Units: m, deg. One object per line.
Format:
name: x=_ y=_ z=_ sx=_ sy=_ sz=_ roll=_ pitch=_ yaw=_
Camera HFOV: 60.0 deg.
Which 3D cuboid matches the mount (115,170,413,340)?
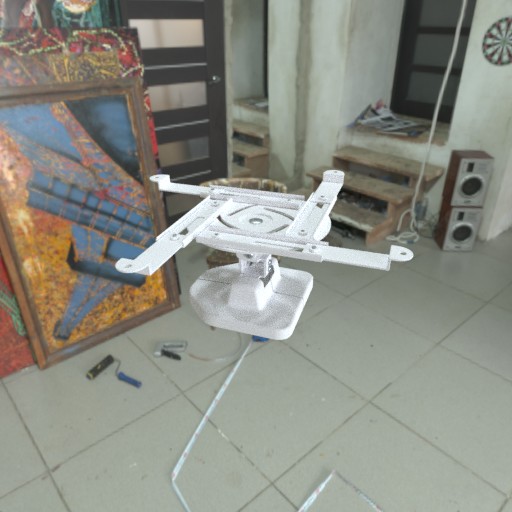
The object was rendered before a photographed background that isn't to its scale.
mount: x=0.000 y=0.000 z=0.608 sx=0.394 sy=0.141 sz=0.394 roll=9 pitch=29 yaw=17
